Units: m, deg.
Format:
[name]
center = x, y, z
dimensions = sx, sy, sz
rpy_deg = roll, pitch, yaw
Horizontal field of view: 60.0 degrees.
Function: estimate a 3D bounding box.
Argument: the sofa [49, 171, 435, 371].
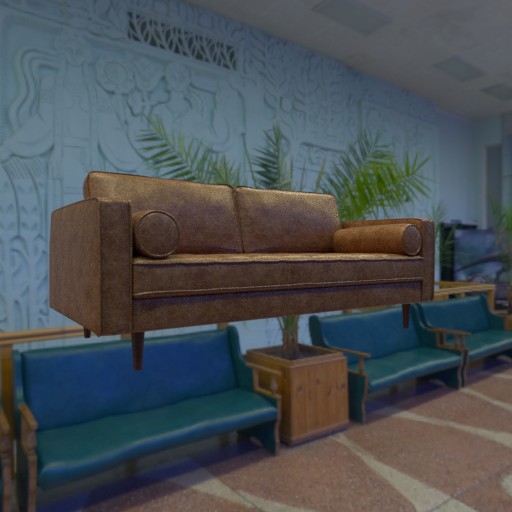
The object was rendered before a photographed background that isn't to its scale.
[sofa]
center = 0.000, 0.000, 2.379
dimensions = 1.920, 0.825, 0.924
rpy_deg = 0, 1, -35
